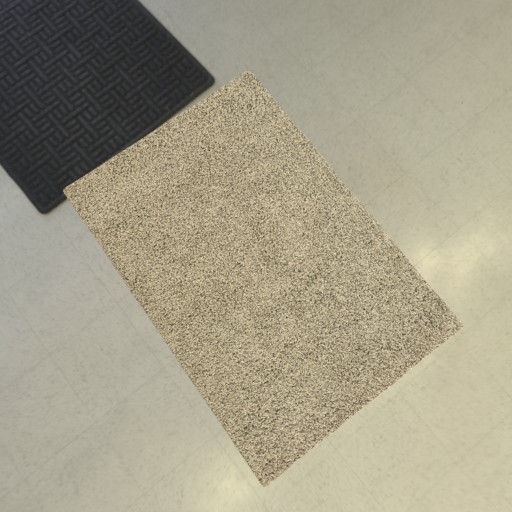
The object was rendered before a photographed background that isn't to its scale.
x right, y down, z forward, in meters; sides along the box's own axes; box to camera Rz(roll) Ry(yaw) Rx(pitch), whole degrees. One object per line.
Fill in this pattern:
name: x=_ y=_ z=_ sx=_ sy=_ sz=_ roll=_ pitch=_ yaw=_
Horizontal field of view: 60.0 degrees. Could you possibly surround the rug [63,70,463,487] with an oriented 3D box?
rug: x=0.000 y=0.000 z=2.248 sx=1.219 sy=0.030 sz=1.778 roll=-36 pitch=79 yaw=-8
